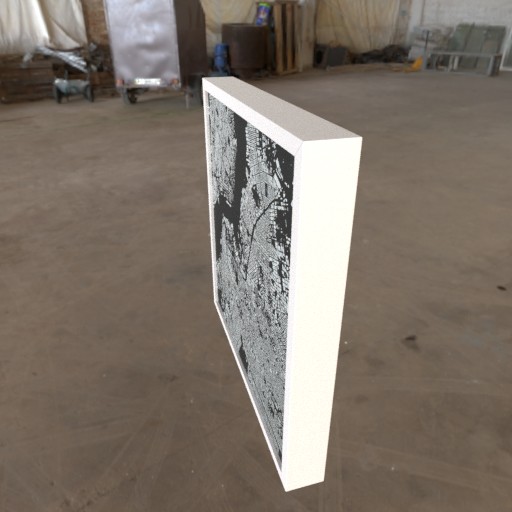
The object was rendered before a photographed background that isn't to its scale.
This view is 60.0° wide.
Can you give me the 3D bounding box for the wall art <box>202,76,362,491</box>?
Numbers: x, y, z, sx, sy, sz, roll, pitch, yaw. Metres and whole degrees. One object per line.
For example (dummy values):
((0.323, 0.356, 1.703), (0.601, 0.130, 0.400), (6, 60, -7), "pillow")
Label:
((0.000, 0.000, 0.448), (0.037, 0.305, 0.305), (-8, 29, -14), "wall art")
